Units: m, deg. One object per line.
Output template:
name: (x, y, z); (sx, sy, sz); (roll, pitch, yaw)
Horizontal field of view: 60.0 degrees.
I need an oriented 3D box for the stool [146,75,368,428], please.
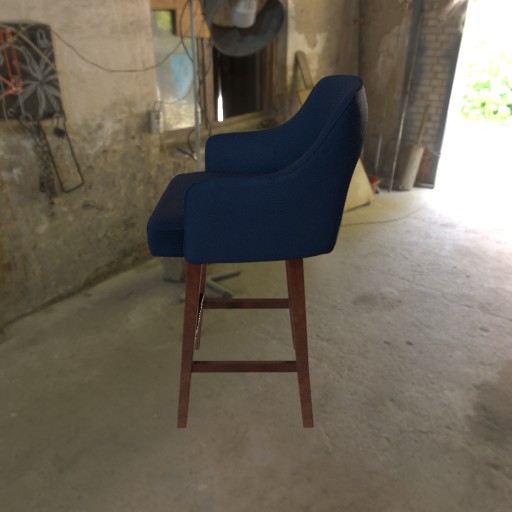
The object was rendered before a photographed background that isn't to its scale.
stool: (0.000, 0.000, 1.386); (0.560, 1.041, 0.550); (0, 27, 0)
